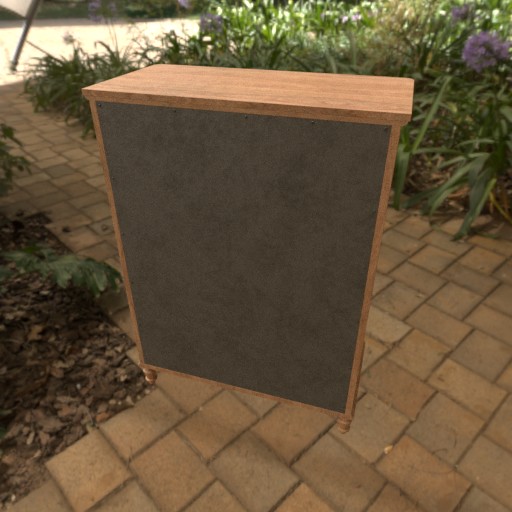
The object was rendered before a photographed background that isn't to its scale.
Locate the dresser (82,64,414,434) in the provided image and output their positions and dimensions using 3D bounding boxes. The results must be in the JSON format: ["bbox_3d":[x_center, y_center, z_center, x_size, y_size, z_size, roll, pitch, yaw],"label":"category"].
[{"bbox_3d":[0.000,0.000,1.783,0.973,1.318,0.484,10,34,15],"label":"dresser"}]
